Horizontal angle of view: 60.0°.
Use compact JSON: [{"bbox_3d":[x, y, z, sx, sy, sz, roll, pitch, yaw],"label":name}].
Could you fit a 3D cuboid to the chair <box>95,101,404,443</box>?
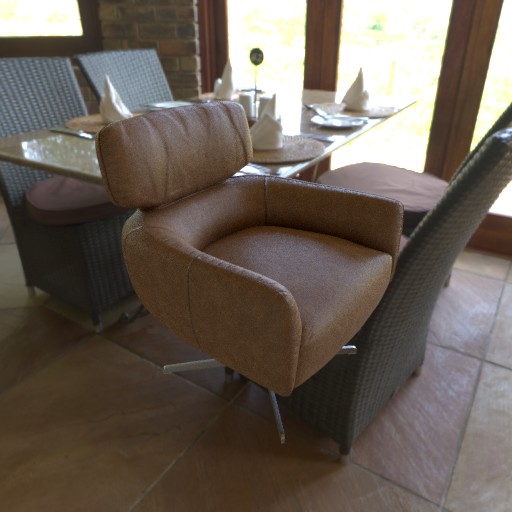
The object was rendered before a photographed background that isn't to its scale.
[{"bbox_3d":[0.000,0.000,1.351,0.715,0.812,0.706,19,33,31],"label":"chair"}]
